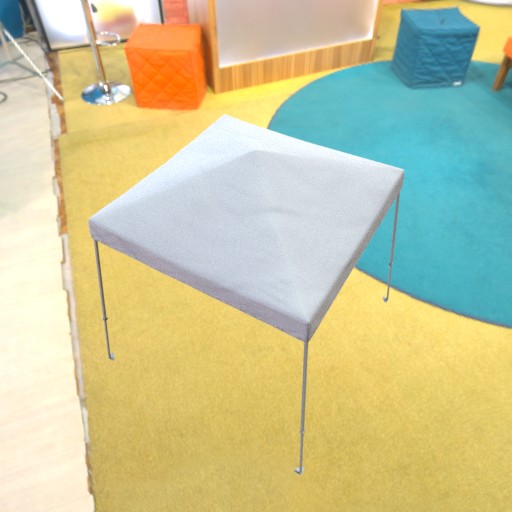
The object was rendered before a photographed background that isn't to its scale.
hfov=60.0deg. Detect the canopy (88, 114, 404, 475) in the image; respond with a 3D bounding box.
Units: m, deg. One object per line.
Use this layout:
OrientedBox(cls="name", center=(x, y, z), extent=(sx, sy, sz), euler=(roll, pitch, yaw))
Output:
OrientedBox(cls="canopy", center=(0.000, 0.000, 5.162), extent=(2.850, 2.850, 2.849), euler=(23, 50, 21))
